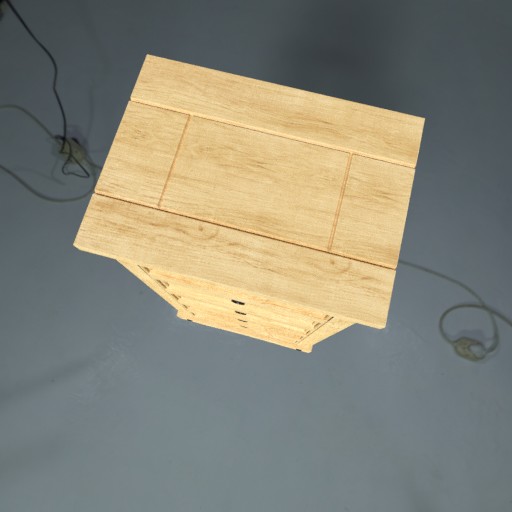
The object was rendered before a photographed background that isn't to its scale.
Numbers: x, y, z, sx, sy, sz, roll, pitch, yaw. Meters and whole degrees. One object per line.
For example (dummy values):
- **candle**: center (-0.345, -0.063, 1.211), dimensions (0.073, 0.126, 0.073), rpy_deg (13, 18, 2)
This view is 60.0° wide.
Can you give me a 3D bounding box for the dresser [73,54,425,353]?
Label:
- **dresser**: center (0.000, 0.000, 1.277), dimensions (0.531, 1.041, 0.390), rpy_deg (14, 76, 4)
